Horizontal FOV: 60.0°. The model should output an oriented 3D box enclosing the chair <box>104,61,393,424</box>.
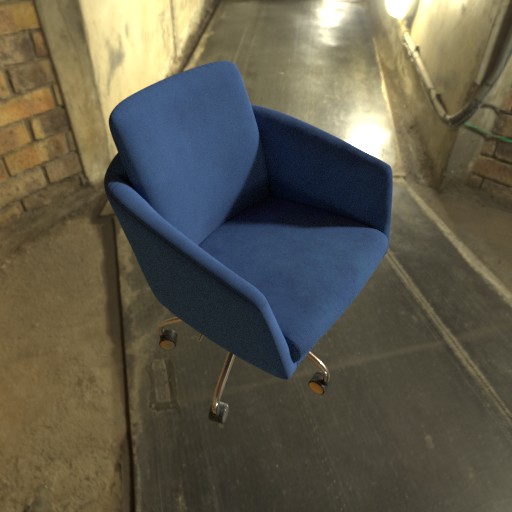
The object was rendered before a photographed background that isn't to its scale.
[{"bbox_3d":[0.000,0.000,1.296,0.635,0.908,0.641,26,48,26],"label":"chair"}]
